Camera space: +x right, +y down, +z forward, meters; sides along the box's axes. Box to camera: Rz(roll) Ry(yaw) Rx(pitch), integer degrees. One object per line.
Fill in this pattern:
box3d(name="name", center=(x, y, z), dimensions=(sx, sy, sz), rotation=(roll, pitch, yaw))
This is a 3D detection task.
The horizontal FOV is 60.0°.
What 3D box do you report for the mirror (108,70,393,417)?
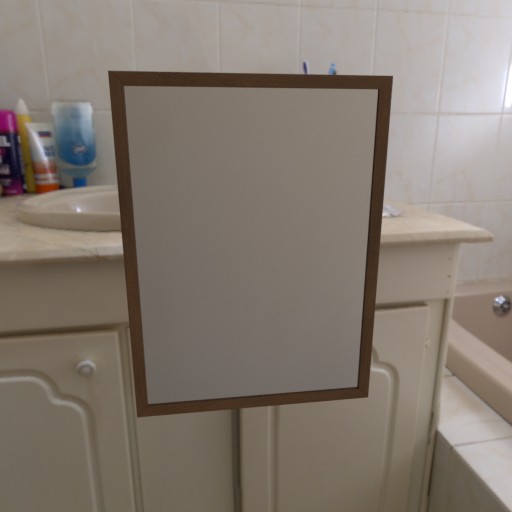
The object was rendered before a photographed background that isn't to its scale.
box3d(name="mirror", center=(0.000, 0.000, 1.330), dimensions=(0.762, 1.016, 0.040), rotation=(-2, 16, -8))
